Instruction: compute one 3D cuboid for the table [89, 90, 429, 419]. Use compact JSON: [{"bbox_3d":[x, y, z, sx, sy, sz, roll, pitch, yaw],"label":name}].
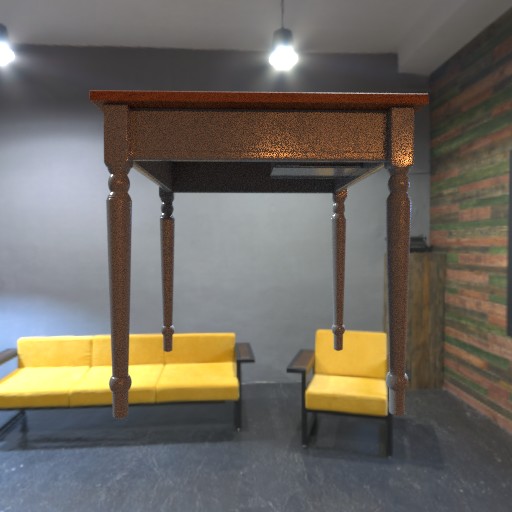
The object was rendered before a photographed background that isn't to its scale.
[{"bbox_3d":[0.000,0.000,1.355,0.747,0.738,0.747,0,1,-2],"label":"table"}]
